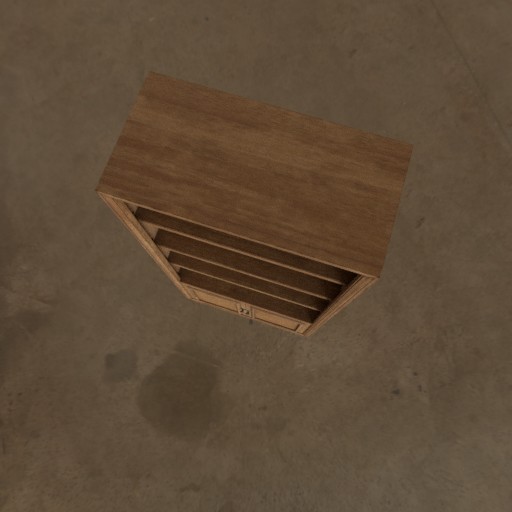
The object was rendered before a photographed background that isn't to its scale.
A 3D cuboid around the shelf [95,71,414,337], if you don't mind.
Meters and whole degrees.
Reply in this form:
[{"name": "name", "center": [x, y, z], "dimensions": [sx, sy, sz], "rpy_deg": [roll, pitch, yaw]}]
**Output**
[{"name": "shelf", "center": [0.000, 0.000, 2.256], "dimensions": [0.864, 1.930, 0.453], "rpy_deg": [17, 75, 5]}]
